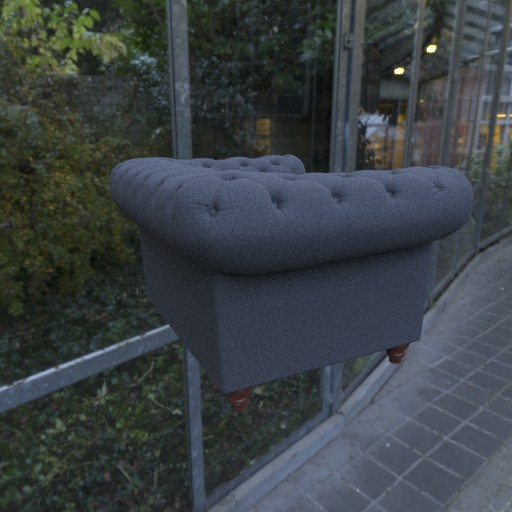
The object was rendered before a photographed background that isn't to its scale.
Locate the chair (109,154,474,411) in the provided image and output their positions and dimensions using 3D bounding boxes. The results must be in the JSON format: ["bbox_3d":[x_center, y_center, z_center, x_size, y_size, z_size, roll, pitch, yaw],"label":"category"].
[{"bbox_3d":[0.000,0.000,1.825,0.976,0.770,1.270,-8,17,-26],"label":"chair"}]
